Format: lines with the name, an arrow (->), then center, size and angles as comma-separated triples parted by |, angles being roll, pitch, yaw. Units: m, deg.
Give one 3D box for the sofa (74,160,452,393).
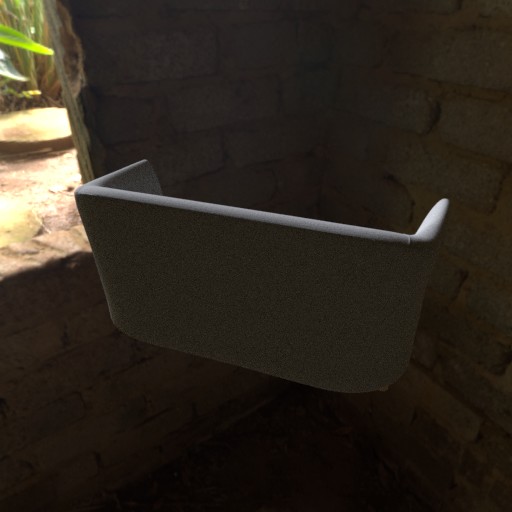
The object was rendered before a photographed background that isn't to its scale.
sofa -> 0.000, 0.000, 1.853 | 1.452, 0.721, 0.705 | 11, 33, 17
